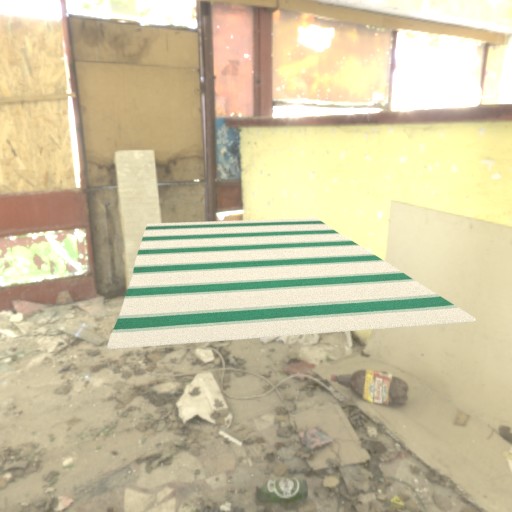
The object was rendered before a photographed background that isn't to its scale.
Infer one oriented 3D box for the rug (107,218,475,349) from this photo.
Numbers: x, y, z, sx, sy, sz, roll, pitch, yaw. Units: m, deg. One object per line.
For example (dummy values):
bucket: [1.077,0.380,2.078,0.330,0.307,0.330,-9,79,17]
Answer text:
rug: [0.000,0.000,2.278,1.210,0.012,1.829,-3,16,-9]
